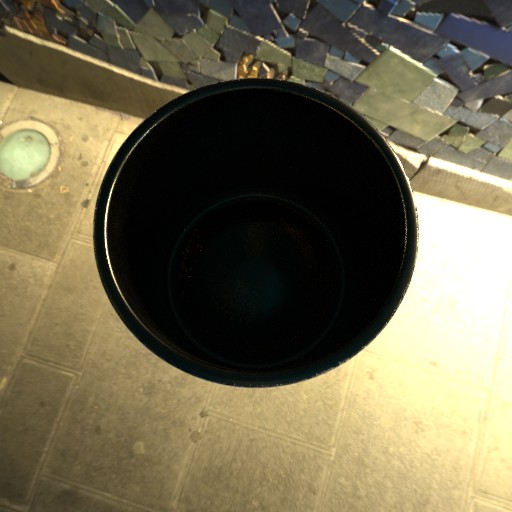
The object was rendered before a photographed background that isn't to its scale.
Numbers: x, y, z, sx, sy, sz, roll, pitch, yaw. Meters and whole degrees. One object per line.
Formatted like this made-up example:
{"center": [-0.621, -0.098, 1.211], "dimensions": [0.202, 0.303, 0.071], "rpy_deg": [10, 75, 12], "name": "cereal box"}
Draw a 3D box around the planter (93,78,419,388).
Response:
{"center": [0.000, 0.000, 0.390], "dimensions": [0.221, 0.201, 0.221], "rpy_deg": [0, 75, 0], "name": "planter"}
